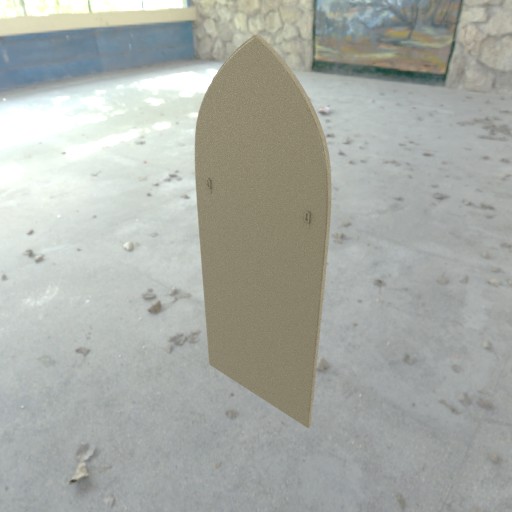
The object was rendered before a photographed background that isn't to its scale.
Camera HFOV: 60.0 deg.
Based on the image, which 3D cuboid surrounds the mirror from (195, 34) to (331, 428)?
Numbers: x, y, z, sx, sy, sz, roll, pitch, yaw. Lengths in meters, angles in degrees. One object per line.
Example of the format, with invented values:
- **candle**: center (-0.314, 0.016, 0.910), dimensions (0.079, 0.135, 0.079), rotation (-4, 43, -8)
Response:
- **mirror**: center (0.000, 0.000, 1.309), dimensions (0.464, 1.175, 0.025), rotation (23, 39, 33)
